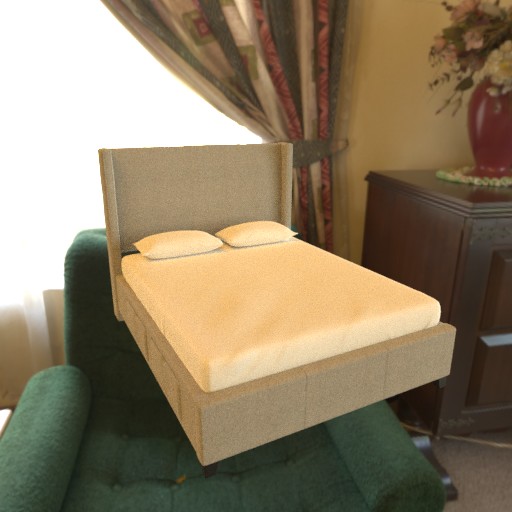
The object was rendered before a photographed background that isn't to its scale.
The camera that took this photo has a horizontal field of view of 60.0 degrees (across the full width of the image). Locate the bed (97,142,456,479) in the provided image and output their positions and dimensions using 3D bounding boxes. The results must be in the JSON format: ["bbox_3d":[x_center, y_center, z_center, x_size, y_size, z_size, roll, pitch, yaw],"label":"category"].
[{"bbox_3d":[0.000,0.000,3.300,1.774,1.491,2.222,-9,20,-26],"label":"bed"}]
